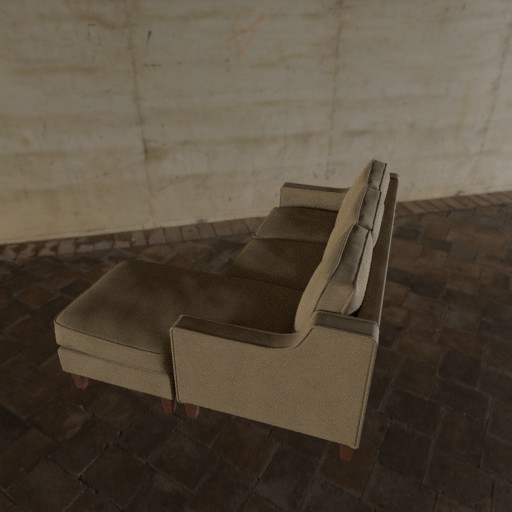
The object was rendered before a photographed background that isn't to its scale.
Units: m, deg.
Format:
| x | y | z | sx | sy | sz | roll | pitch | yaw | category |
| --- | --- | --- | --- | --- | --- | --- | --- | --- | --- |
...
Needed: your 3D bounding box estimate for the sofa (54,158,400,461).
| x | y | z | sx | sy | sz | roll | pitch | yaw | category |
| --- | --- | --- | --- | --- | --- | --- | --- | --- | --- |
| 0.000 | 0.000 | 3.276 | 1.858 | 1.066 | 2.317 | 9 | 31 | 16 | sofa |
